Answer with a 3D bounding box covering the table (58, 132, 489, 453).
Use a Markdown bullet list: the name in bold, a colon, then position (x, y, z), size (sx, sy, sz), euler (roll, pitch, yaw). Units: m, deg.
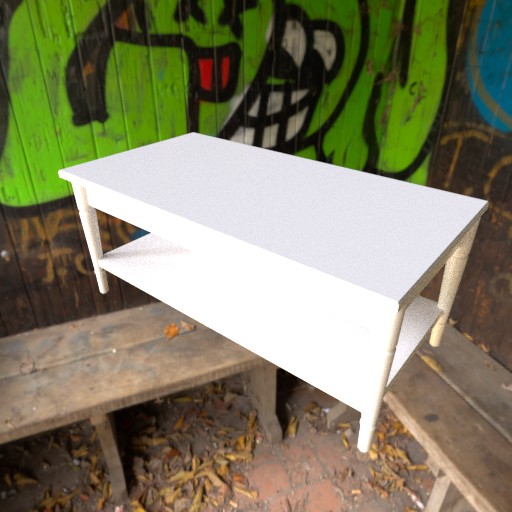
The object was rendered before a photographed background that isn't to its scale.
- **table**: position (0.000, 0.000, 1.336), size (1.067, 0.457, 0.559), euler (22, 37, 33)
